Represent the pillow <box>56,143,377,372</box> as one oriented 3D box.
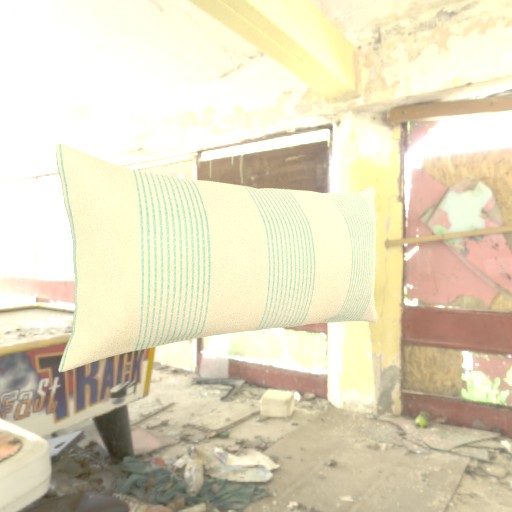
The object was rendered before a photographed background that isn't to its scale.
[{"bbox_3d":[0.000,0.000,0.730,0.610,0.287,0.151,0,1,-36],"label":"pillow"}]
